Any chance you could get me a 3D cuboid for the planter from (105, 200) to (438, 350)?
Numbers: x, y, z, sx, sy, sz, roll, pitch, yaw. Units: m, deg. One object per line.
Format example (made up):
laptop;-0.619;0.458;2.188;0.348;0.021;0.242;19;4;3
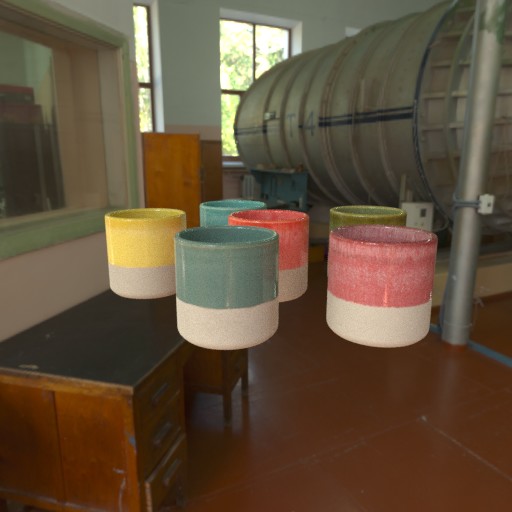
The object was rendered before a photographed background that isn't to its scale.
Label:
planter;0.000;0.000;0.412;0.286;0.075;0.257;2;13;7
